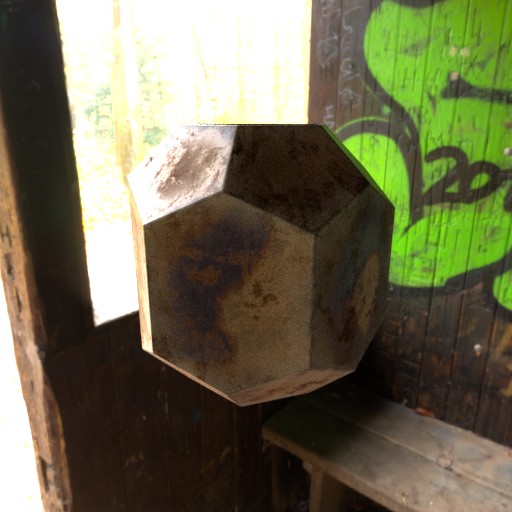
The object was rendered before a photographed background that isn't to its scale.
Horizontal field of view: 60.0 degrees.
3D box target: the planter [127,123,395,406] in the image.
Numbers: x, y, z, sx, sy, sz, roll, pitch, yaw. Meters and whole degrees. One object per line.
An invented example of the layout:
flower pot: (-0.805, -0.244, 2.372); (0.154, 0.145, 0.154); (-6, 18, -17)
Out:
planter: (0.000, 0.000, 0.417); (0.243, 0.238, 0.221); (3, 18, 11)
